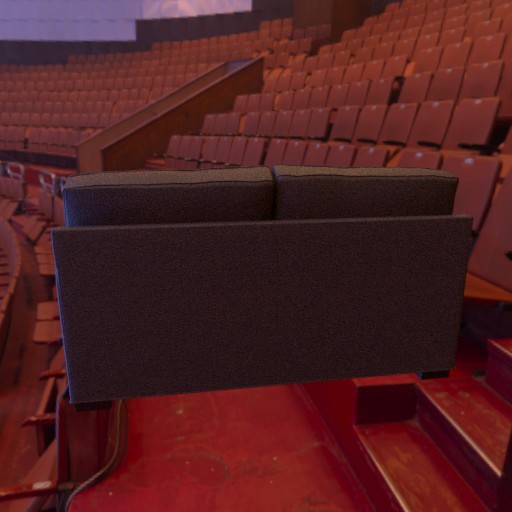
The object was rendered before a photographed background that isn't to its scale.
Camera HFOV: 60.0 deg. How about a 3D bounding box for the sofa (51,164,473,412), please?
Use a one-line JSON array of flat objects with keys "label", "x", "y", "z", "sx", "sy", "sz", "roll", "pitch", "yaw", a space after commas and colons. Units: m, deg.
[{"label": "sofa", "x": 0.000, "y": 0.000, "z": 2.086, "sx": 1.534, "sy": 0.887, "sz": 0.974, "roll": -2, "pitch": 15, "yaw": -9}]
